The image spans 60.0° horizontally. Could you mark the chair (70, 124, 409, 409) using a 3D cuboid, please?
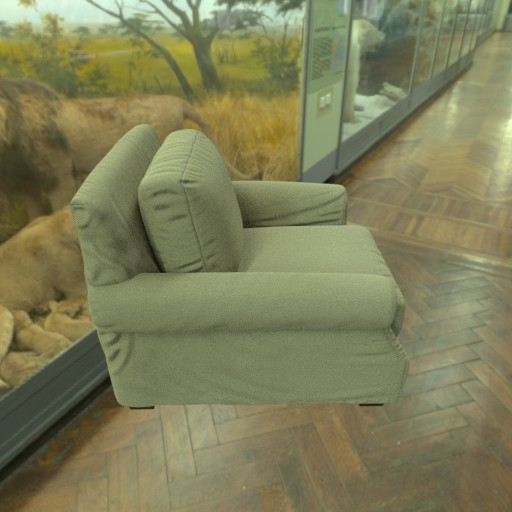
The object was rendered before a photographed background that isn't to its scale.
[{"bbox_3d":[0.000,0.000,1.733,1.066,0.866,0.940,-1,31,-1],"label":"chair"}]
